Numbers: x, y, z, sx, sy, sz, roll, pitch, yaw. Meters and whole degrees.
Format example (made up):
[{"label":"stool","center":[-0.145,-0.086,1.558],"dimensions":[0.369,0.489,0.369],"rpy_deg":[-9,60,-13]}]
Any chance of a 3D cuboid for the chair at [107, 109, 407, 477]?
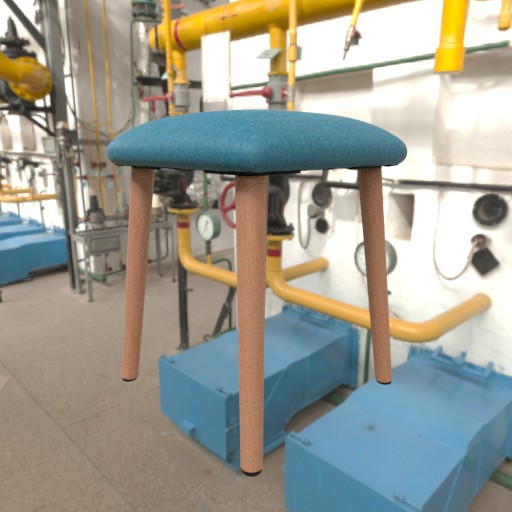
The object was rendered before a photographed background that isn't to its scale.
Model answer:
[{"label":"chair","center":[0.000,0.000,0.729],"dimensions":[0.360,0.450,0.360],"rpy_deg":[-13,19,-42]}]
